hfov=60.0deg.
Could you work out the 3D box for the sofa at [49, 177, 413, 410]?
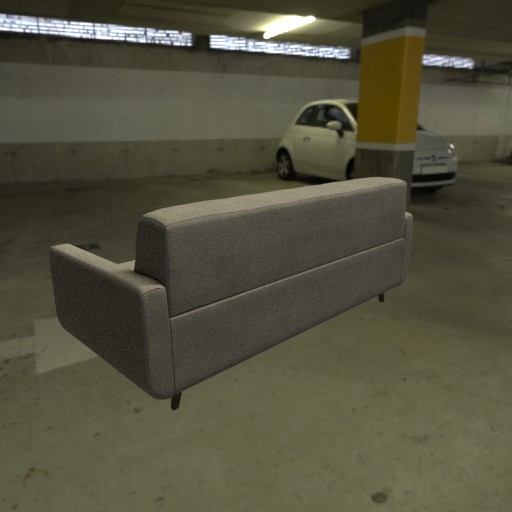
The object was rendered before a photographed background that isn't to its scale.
[{"bbox_3d":[0.000,0.000,2.577,2.029,0.841,0.909,-16,22,-42],"label":"sofa"}]
